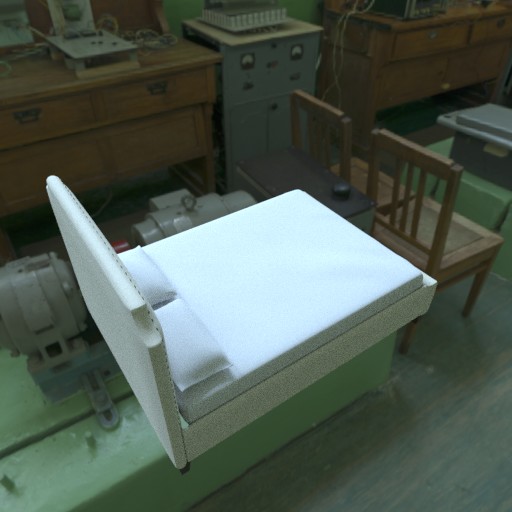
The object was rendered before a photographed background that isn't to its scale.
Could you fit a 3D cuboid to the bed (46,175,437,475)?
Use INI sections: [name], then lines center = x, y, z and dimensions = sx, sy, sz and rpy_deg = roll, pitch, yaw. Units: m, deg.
[bed]
center = 0.000, 0.000, 3.363
dimensions = 2.372, 1.443, 1.712
rpy_deg = -24, 45, -26
